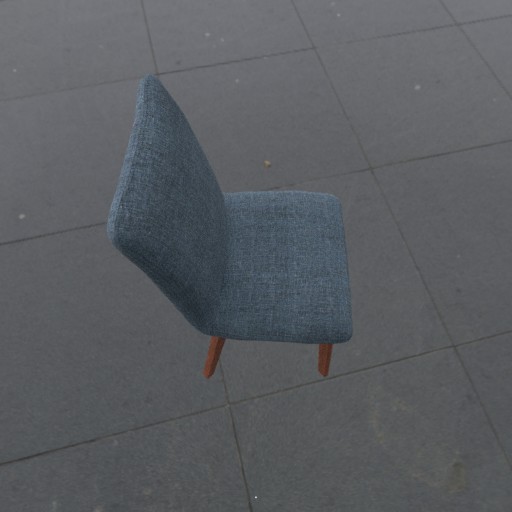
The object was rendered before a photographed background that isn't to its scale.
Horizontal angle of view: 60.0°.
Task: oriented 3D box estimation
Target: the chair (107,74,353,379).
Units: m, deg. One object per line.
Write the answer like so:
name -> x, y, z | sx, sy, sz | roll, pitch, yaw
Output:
chair -> 0.000, 0.000, 1.338 | 0.563, 0.974, 0.522 | 1, 61, 0
